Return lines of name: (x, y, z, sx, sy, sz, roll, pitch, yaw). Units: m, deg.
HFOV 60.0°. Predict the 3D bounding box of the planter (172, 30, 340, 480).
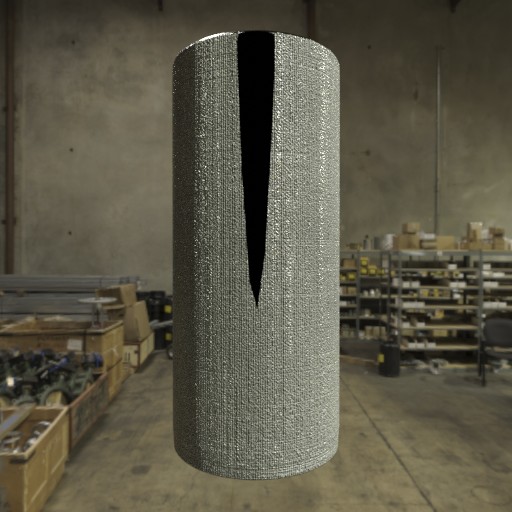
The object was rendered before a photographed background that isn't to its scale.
planter: (0.000, 0.000, 0.123, 0.045, 0.103, 0.045, 0, 0, -1)
